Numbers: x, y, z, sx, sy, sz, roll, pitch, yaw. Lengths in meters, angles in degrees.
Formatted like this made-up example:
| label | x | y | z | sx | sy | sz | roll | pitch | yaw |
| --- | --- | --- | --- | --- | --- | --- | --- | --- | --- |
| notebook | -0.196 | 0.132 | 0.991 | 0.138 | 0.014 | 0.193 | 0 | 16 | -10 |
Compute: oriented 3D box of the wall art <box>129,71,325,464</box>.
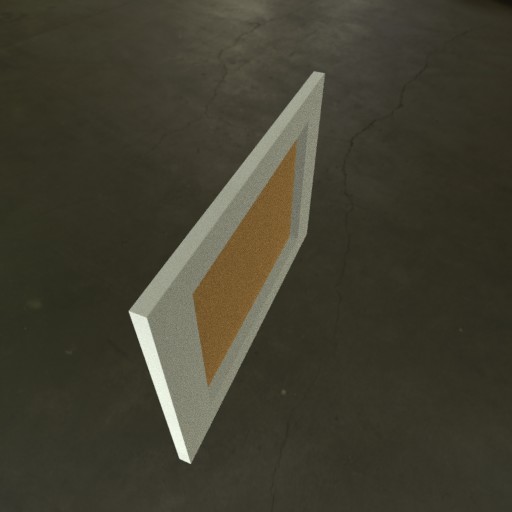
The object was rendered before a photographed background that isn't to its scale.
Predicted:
| label | x | y | z | sx | sy | sz | roll | pitch | yaw |
| --- | --- | --- | --- | --- | --- | --- | --- | --- | --- |
| wall art | 0.000 | 0.000 | 1.175 | 0.033 | 0.617 | 0.906 | 17 | 49 | 16 |
